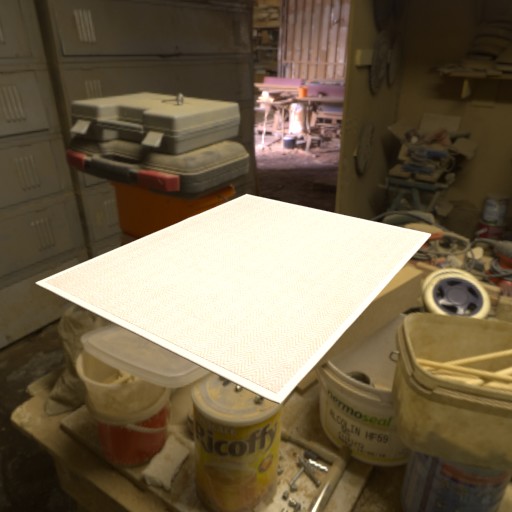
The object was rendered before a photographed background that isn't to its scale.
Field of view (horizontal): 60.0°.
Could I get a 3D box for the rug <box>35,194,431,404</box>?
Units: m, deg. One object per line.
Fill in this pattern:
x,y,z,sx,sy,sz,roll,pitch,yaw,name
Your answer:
0.000,0.000,4.188,2.423,0.019,3.009,17,30,31,rug
